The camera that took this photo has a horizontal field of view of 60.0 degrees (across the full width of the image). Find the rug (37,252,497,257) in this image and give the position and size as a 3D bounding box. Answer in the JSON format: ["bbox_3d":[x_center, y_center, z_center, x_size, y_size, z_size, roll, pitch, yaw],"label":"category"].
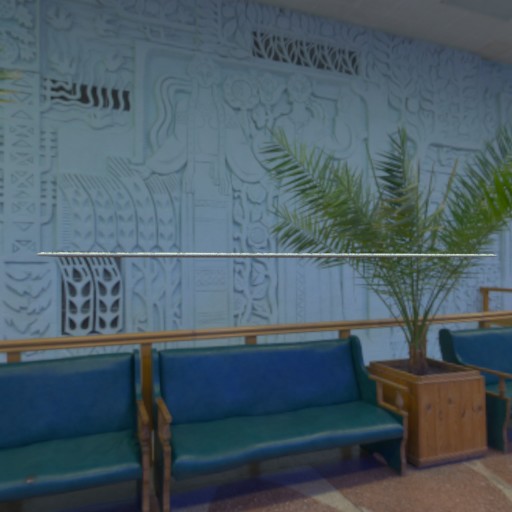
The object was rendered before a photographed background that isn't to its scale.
[{"bbox_3d":[0.000,0.000,3.336,2.746,0.018,1.819,0,0,-19],"label":"rug"}]
